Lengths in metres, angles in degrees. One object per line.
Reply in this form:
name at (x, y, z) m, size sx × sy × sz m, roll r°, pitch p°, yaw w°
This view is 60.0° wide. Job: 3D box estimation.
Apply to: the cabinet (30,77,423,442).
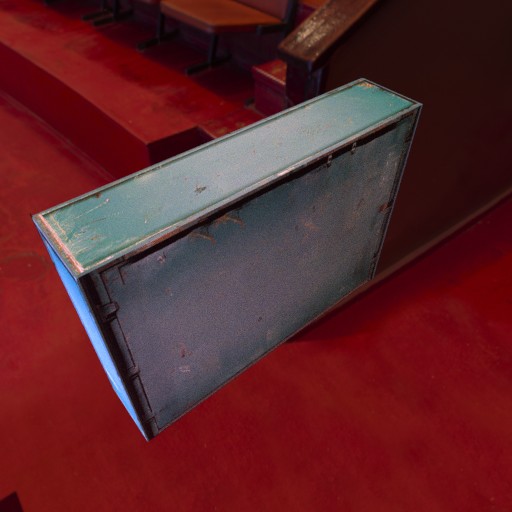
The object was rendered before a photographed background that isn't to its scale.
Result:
cabinet at (0.000, 0.000, 3.944) m, size 3.001 × 2.160 × 0.680 m, roll -31°, pitch 53°, yaw -26°
